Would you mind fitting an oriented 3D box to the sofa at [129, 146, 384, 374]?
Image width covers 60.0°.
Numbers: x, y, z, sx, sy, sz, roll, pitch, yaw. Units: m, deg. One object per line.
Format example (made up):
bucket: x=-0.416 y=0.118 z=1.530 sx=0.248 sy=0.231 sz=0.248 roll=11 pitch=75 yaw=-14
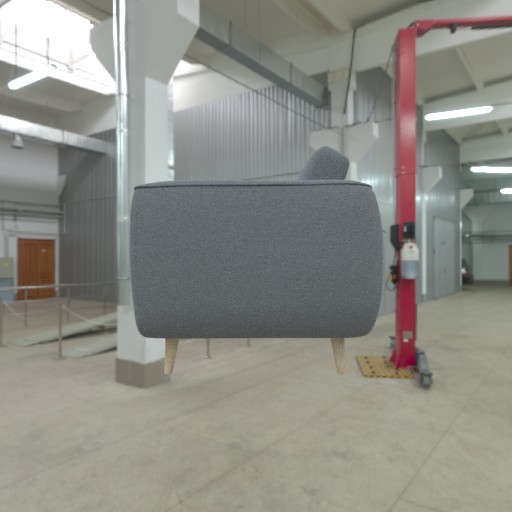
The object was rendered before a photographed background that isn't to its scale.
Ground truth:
sofa: x=0.000 y=0.000 z=2.286 sx=0.920 sy=0.850 sz=1.700 roll=0 pitch=0 yaw=0
